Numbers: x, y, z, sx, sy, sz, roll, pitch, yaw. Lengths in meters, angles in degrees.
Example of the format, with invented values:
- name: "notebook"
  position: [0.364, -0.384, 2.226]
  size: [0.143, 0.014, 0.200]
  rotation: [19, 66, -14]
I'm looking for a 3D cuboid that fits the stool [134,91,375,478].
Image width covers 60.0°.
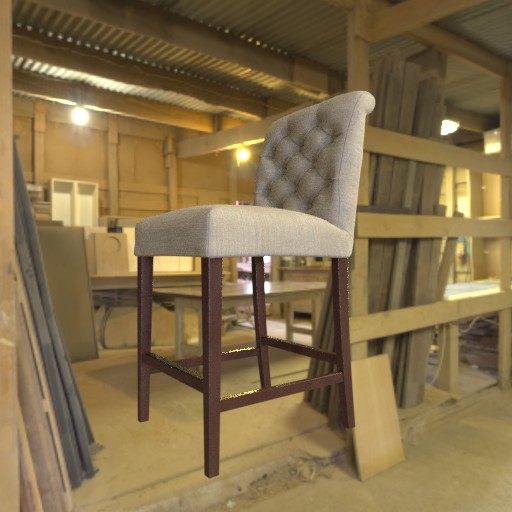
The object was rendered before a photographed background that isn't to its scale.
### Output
- name: "stool"
  position: [0.000, 0.000, 1.451]
  size: [0.660, 1.084, 0.486]
  rotation: [0, 1, -36]
